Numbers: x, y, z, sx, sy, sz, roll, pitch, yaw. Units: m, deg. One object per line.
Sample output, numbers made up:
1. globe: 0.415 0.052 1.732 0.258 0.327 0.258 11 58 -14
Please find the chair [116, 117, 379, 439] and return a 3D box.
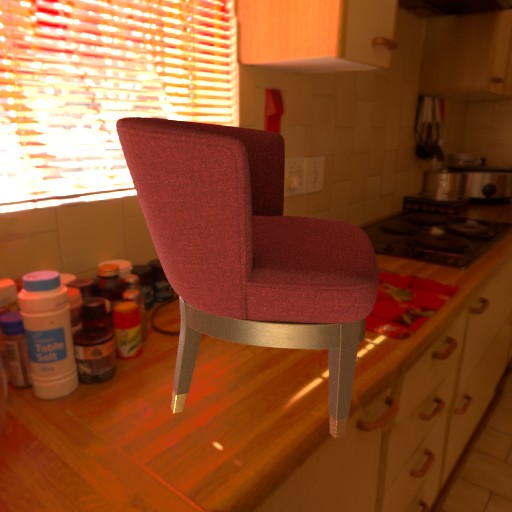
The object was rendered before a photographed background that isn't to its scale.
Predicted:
1. chair: 0.000 0.000 1.267 0.660 0.760 0.700 3 16 9
